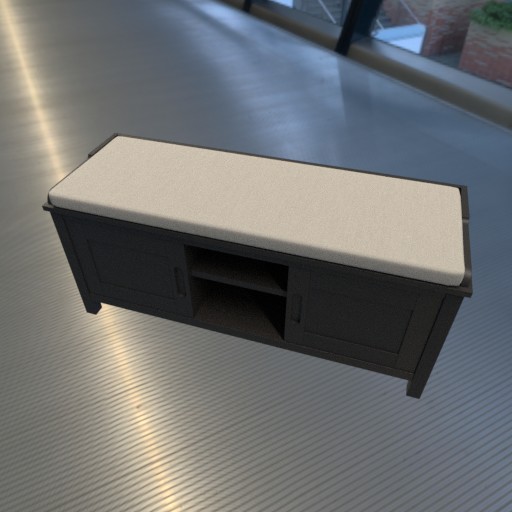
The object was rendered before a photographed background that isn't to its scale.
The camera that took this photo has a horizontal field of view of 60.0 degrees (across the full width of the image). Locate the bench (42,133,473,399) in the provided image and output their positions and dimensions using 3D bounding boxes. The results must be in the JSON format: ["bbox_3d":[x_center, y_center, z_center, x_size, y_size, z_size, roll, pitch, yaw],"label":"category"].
[{"bbox_3d":[0.000,0.000,1.394,1.140,0.501,0.398,12,42,13],"label":"bench"}]
